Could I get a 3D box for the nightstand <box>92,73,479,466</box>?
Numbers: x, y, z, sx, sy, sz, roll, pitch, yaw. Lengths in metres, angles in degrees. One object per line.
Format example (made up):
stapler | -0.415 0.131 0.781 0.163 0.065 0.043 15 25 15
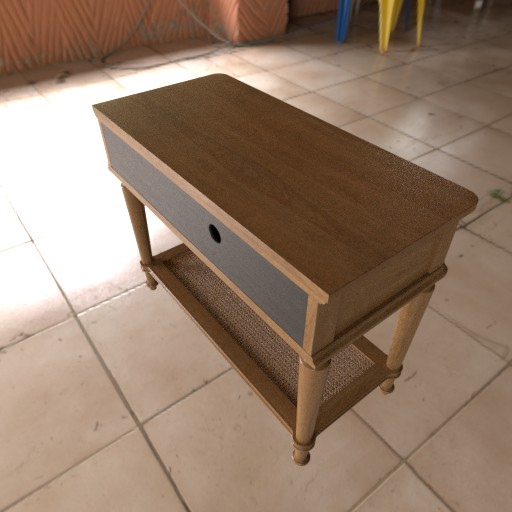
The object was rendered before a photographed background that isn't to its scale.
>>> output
nightstand | 0.000 0.000 1.271 0.432 0.700 0.914 -27 48 -28
